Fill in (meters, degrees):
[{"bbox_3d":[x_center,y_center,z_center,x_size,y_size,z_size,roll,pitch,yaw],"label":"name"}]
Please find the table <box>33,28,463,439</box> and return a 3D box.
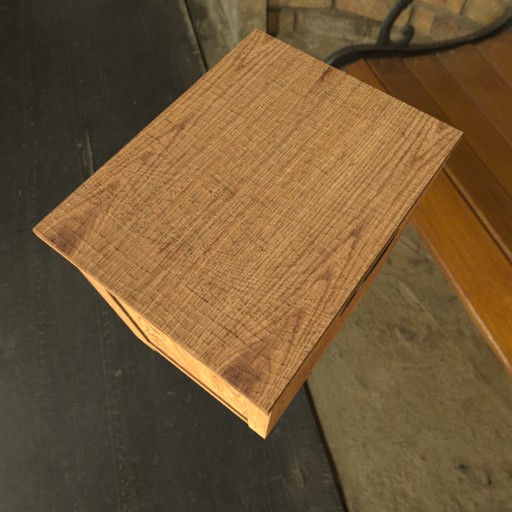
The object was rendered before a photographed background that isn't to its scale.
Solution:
[{"bbox_3d":[0.000,0.000,1.036,0.494,0.625,0.601,34,68,15],"label":"table"}]
